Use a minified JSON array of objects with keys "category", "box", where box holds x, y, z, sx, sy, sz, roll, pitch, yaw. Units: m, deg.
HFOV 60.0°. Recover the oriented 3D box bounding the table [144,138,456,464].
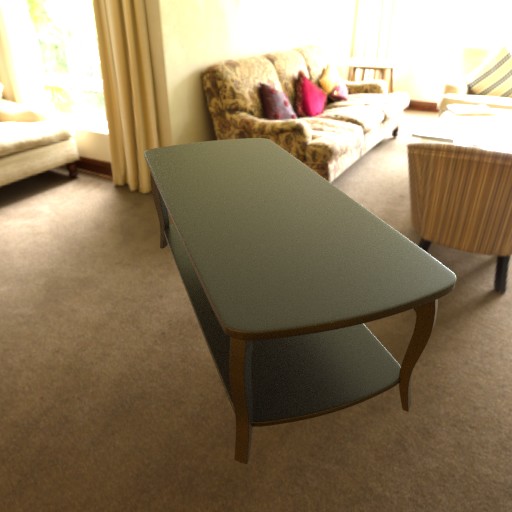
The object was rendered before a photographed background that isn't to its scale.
[{"category":"table","box":[0.000,0.000,1.562,0.571,0.457,1.333,-10,32,-17]}]
